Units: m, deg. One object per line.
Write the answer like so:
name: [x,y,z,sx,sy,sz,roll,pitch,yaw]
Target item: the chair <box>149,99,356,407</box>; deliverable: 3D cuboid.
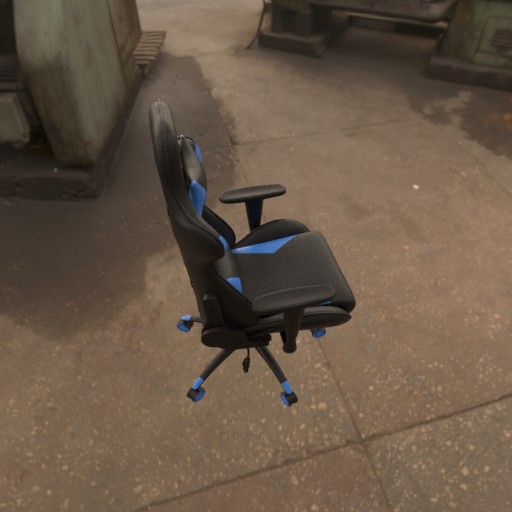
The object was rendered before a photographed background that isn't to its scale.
chair: [0.000,0.000,1.729,0.730,1.282,0.695,-10,46,-10]
